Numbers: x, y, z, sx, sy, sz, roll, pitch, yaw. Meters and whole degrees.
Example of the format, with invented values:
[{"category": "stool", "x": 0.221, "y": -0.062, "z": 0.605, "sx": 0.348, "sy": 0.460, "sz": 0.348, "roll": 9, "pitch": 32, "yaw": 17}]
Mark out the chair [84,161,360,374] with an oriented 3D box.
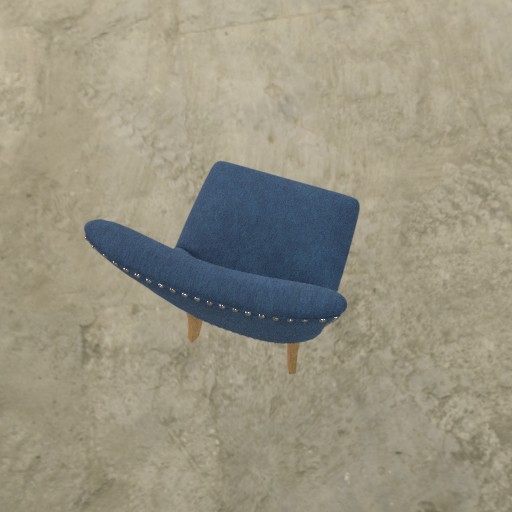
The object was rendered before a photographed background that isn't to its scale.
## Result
[{"category": "chair", "x": 0.000, "y": 0.000, "z": 1.242, "sx": 0.495, "sy": 0.902, "sz": 0.610, "roll": 17, "pitch": 65, "yaw": 8}]
